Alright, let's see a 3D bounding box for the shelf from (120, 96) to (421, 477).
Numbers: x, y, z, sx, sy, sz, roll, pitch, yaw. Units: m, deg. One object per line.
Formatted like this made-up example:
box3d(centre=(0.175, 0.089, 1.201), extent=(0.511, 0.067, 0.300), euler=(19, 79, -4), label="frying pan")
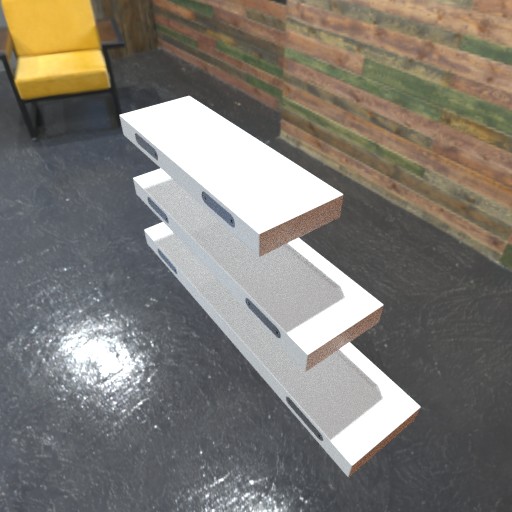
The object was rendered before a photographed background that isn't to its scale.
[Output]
box3d(centre=(0.000, 0.000, 0.716), extent=(0.140, 0.293, 0.610), euler=(-26, 48, -26), label="shelf")
